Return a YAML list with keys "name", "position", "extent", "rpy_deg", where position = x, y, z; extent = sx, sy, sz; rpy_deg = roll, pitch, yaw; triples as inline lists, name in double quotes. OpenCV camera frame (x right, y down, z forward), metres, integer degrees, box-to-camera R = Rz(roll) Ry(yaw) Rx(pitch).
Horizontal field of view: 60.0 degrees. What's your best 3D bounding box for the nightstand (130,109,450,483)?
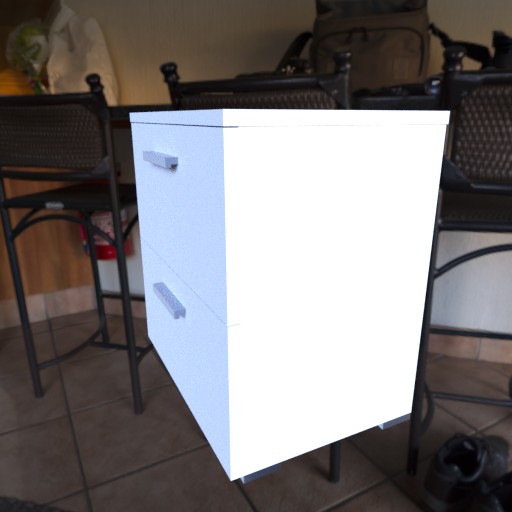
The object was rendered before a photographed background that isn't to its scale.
- name: "nightstand"
  position: [0.000, 0.000, 0.746]
  extent: [0.325, 0.460, 0.441]
  rpy_deg: [-8, 19, -25]
